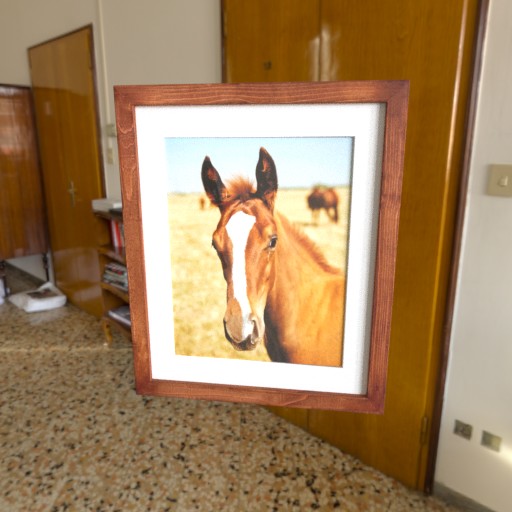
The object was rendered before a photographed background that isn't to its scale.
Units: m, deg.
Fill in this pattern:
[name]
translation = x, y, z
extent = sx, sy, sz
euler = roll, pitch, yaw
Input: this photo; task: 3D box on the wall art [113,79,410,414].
[wall art]
translation = 0.000, 0.000, 0.765
extent = 0.462, 0.558, 0.030
euler = 2, 14, 8
